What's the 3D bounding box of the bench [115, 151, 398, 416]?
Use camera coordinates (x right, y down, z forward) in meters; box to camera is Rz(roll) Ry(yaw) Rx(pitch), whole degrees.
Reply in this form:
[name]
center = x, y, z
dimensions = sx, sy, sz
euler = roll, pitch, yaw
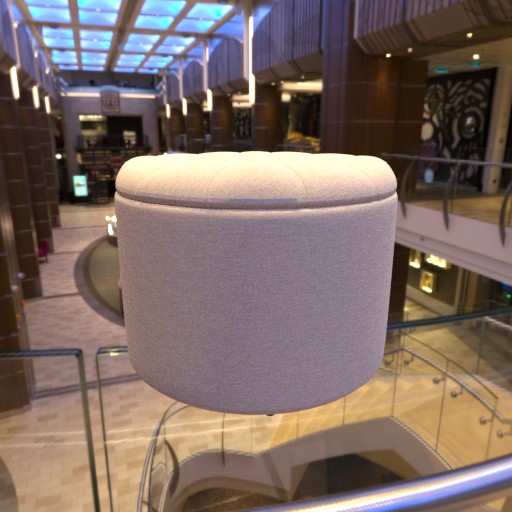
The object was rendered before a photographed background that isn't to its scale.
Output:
[bench]
center = 0.000, 0.000, 1.019
dimensions = 0.600, 0.454, 0.600
euler = 0, 16, 0
